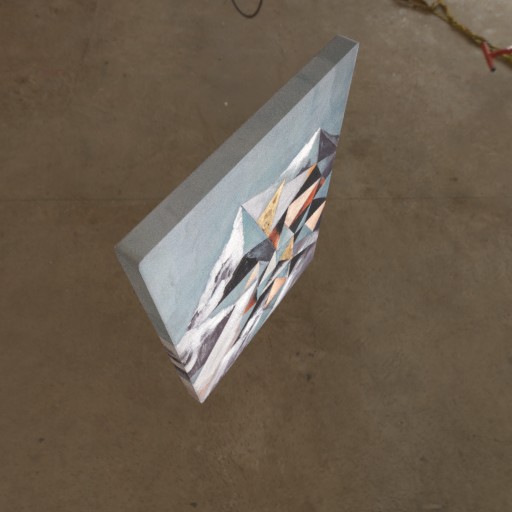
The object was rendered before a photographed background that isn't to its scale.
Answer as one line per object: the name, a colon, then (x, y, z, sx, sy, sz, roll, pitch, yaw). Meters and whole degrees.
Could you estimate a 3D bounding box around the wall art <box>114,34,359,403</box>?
wall art: (0.000, 0.000, 0.806, 0.037, 0.613, 0.455, 32, 64, 18)
